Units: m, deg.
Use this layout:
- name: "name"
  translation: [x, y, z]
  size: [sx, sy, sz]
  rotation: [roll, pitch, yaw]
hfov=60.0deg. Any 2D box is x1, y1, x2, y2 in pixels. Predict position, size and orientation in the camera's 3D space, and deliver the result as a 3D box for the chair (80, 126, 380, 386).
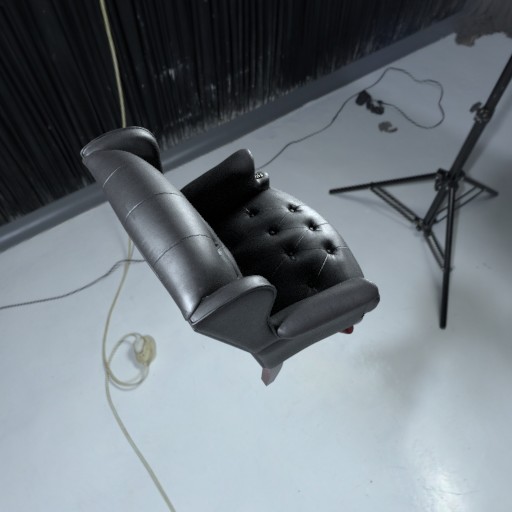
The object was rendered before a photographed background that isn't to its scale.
- name: "chair"
  translation: [0.000, 0.000, 1.693]
  size: [0.822, 1.133, 0.831]
  rotation: [-30, 63, -17]
